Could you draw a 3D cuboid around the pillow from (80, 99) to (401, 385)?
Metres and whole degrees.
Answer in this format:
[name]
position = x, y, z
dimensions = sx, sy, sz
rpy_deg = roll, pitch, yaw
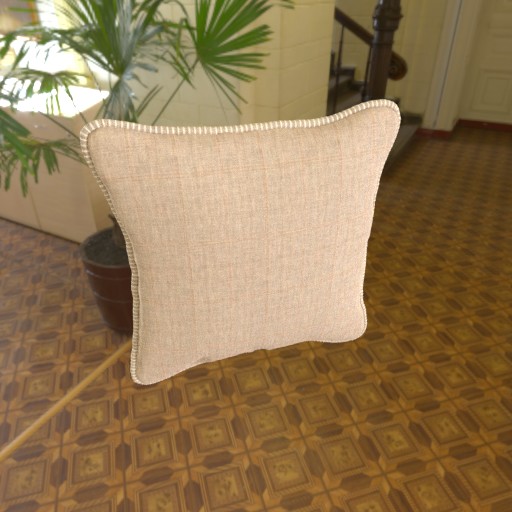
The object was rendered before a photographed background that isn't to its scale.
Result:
[pillow]
position = 0.000, 0.000, 0.760
dimensions = 0.485, 0.494, 0.124
rpy_deg = -9, 33, -14
